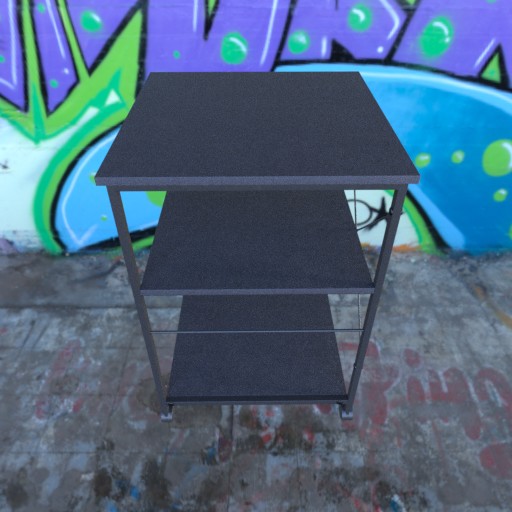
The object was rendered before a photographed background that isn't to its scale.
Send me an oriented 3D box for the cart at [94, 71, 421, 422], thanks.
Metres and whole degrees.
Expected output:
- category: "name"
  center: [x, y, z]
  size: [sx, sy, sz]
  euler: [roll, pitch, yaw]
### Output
- category: "cart"
  center: [0.000, 0.000, 1.148]
  size: [0.520, 0.762, 0.521]
  euler: [0, 40, -1]
